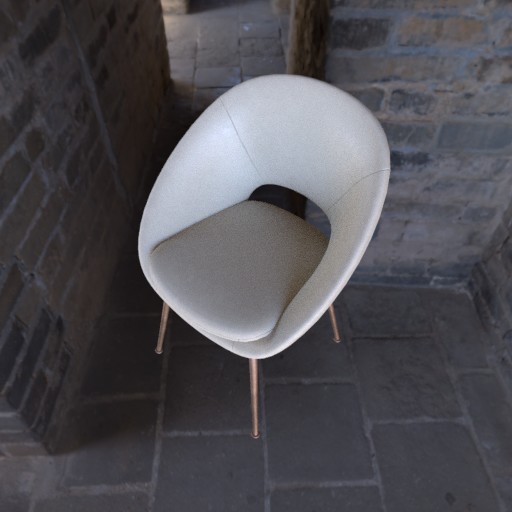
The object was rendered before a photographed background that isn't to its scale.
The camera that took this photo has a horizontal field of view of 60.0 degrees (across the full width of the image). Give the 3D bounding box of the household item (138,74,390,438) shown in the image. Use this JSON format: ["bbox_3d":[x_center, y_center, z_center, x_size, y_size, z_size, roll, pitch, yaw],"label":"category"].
[{"bbox_3d":[0.000,0.000,1.288,0.623,0.852,0.573,32,55,27],"label":"household item"}]
